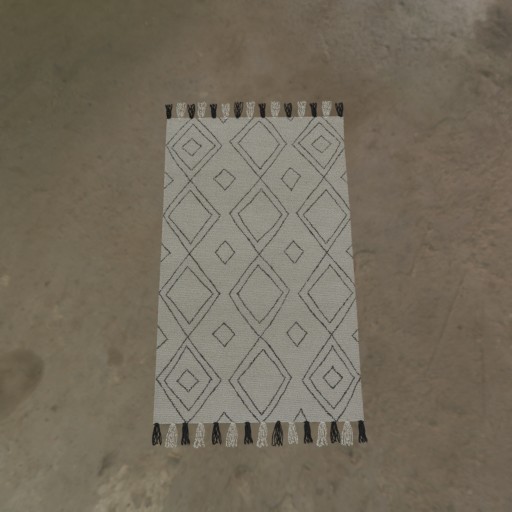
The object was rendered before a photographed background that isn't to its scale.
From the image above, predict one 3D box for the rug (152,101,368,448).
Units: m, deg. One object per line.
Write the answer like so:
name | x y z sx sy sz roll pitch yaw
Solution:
rug | 0.000 0.000 3.440 1.524 0.021 2.755 -1 75 0
